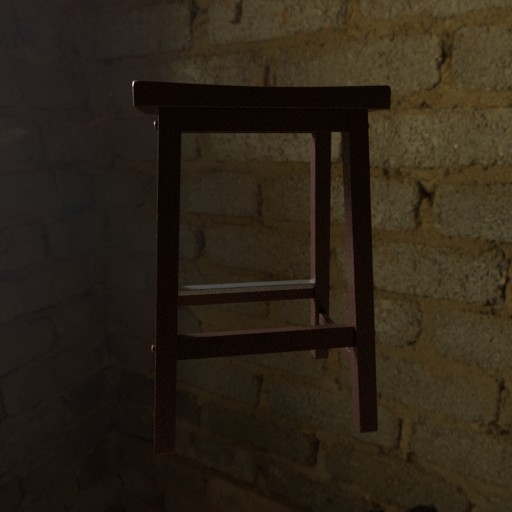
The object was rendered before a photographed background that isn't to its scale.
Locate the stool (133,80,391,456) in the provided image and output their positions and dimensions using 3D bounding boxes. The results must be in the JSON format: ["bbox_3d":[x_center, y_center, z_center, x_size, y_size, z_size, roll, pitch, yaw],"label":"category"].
[{"bbox_3d":[0.000,0.000,0.866,0.406,0.610,0.322,-2,15,-9],"label":"stool"}]
